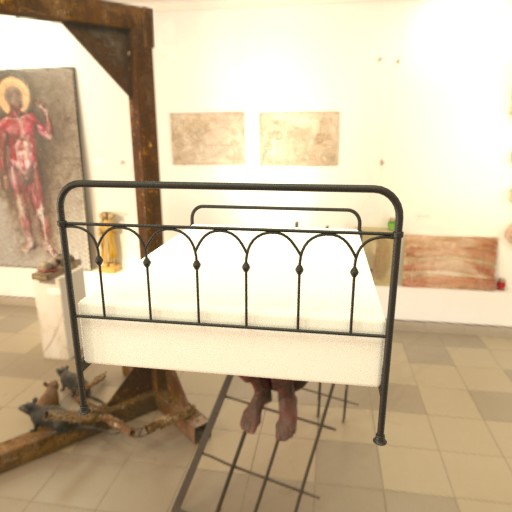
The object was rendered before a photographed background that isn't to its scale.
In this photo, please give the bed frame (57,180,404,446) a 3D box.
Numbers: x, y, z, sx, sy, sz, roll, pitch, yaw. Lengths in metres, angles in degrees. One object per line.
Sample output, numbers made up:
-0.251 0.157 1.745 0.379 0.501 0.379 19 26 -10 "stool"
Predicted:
0.000 0.000 3.190 1.664 1.276 2.203 2 16 9 "bed frame"
